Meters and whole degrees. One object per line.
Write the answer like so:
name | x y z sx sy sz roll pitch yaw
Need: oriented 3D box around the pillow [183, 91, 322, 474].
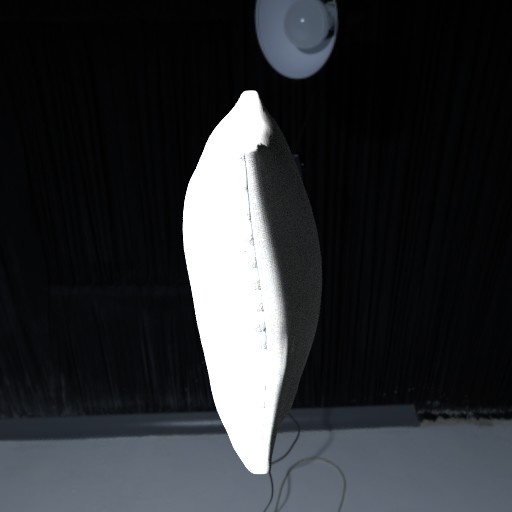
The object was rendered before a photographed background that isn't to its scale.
pillow | 0.000 0.000 0.769 0.219 0.491 0.496 0 26 0
